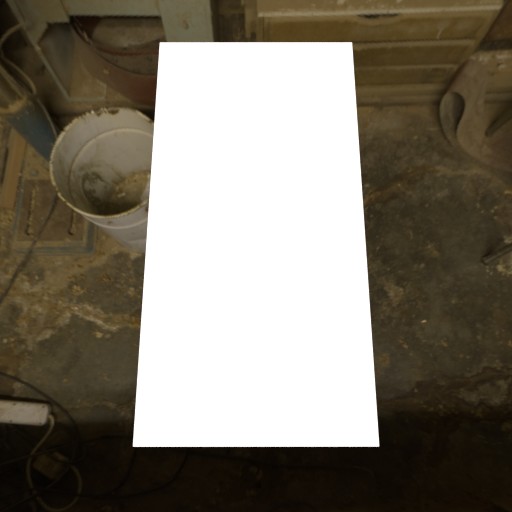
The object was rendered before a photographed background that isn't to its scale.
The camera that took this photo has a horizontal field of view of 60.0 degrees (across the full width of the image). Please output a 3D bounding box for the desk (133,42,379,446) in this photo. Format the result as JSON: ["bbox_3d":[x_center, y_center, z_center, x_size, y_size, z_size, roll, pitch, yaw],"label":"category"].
[{"bbox_3d":[0.000,0.000,1.502,0.560,0.730,1.096,0,75,0],"label":"desk"}]
